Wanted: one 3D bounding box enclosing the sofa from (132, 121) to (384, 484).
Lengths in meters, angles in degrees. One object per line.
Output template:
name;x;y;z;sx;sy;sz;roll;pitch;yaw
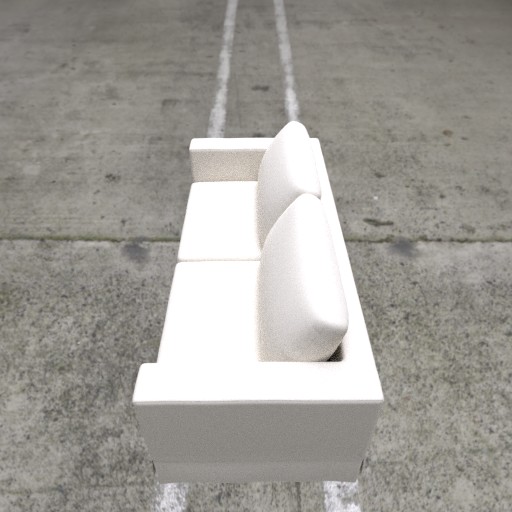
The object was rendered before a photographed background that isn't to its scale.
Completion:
sofa;0.000;0.000;2.560;0.954;0.881;2.163;0;41;0
